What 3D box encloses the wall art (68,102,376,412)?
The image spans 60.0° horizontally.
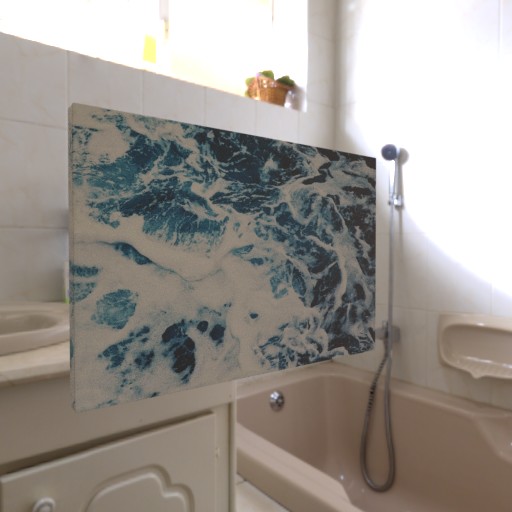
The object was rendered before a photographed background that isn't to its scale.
[{"bbox_3d":[0.000,0.000,1.153,0.915,0.610,0.042,-1,1,-36],"label":"wall art"}]
